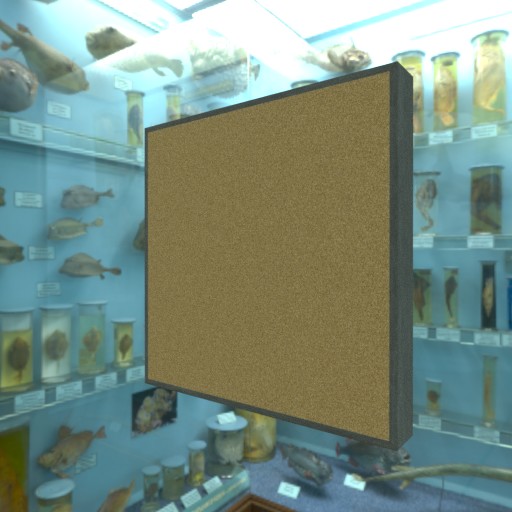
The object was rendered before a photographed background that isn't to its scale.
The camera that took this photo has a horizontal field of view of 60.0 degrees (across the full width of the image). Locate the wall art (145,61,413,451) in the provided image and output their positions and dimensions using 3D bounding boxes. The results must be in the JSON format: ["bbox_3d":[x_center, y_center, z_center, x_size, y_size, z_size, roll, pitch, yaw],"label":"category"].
[{"bbox_3d":[0.000,0.000,0.448,0.303,0.302,0.038,0,0,37],"label":"wall art"}]
